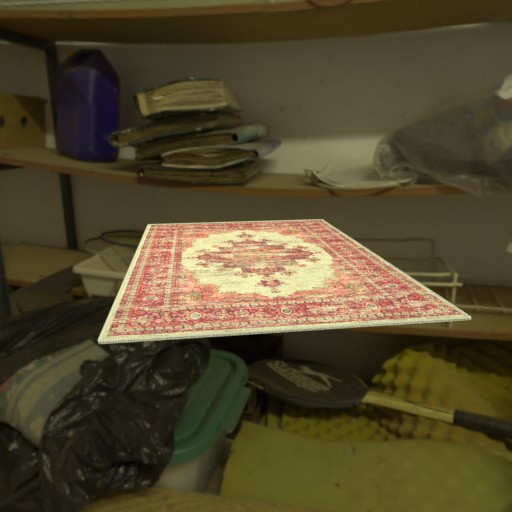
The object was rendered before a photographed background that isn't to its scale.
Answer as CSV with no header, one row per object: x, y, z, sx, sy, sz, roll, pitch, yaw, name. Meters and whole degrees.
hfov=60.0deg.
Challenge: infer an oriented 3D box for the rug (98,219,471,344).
0.000,0.000,2.239,1.217,0.011,1.747,-2,16,-8,rug
